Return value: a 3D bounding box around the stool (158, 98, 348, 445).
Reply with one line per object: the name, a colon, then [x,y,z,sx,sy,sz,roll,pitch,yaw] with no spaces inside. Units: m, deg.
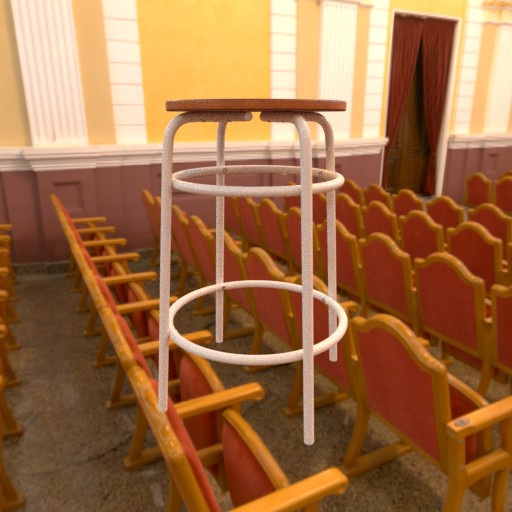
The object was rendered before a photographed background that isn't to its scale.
stool: [0.000,0.000,0.927,0.455,0.610,0.455,-9,20,-26]
